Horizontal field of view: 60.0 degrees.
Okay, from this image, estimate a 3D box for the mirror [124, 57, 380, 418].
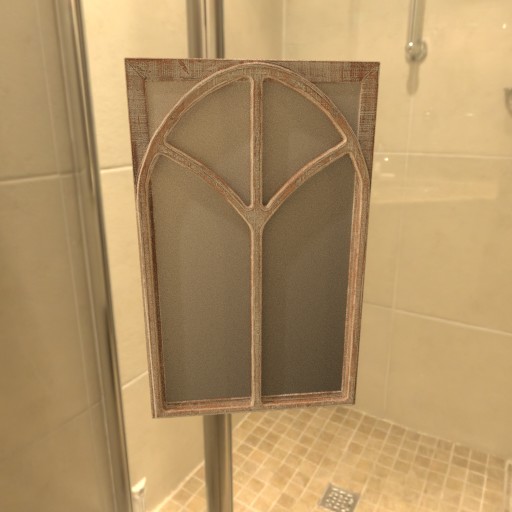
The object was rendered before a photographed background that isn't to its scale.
[{"bbox_3d":[0.000,0.000,0.963,0.495,0.787,0.058,-2,17,-6],"label":"mirror"}]
